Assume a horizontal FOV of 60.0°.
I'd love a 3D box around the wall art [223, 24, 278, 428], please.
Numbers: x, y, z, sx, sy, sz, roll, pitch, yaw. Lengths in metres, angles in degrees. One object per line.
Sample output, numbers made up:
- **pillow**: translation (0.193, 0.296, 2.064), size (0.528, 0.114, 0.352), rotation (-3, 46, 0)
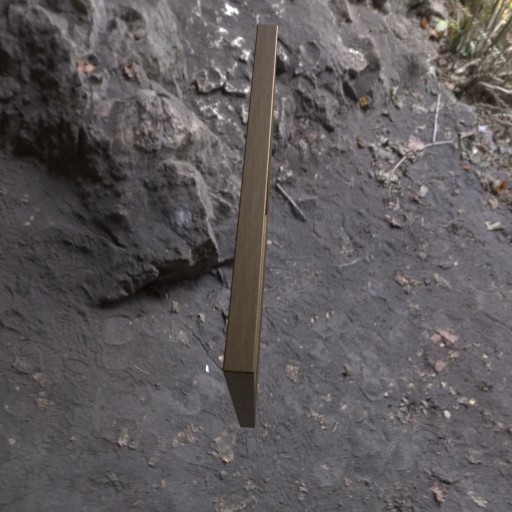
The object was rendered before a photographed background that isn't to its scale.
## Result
- **wall art**: translation (0.000, 0.000, 0.760), size (0.030, 0.506, 0.503), rotation (3, 63, 2)
